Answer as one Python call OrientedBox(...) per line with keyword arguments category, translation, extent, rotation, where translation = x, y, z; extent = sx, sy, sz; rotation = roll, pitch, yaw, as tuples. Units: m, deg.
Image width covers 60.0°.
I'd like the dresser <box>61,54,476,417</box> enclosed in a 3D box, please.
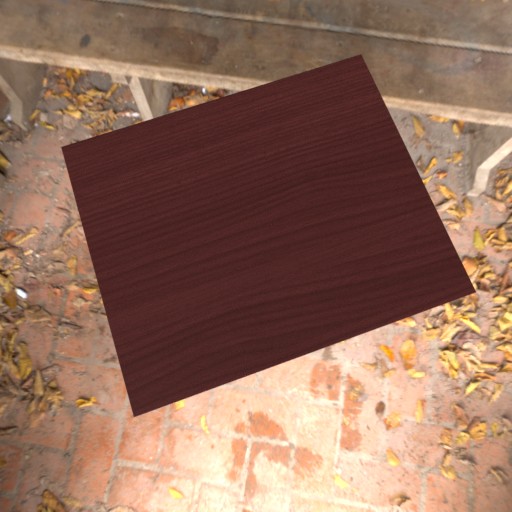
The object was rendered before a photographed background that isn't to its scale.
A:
OrientedBox(category="dresser", translation=(0.000, 0.000, 0.753), extent=(0.400, 0.470, 0.360), rotation=(-19, 76, -5))
